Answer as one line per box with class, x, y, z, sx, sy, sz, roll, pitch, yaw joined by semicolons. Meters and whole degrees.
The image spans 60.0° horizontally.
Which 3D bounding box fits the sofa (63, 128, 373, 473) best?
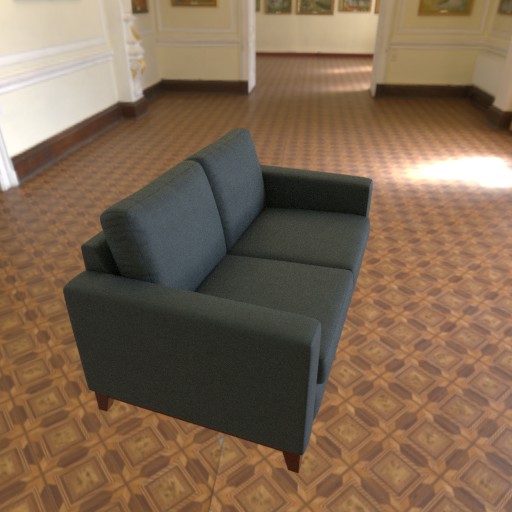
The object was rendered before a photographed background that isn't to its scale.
sofa;0.000;0.000;2.125;0.955;0.903;1.489;10;32;17
